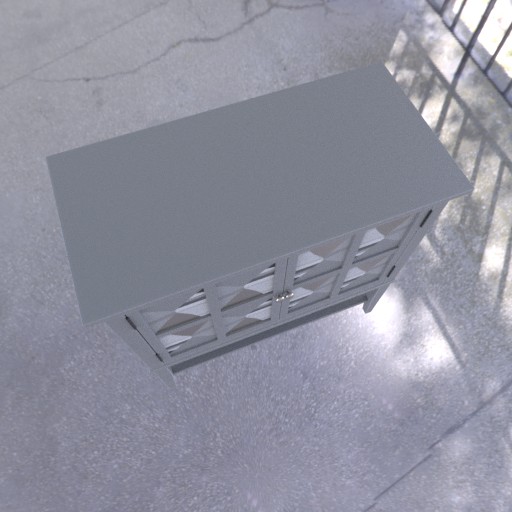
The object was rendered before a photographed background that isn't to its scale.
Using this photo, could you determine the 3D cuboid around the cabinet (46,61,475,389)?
[{"bbox_3d":[0.000,0.000,1.266,0.801,0.780,0.396,-19,65,-9],"label":"cabinet"}]
